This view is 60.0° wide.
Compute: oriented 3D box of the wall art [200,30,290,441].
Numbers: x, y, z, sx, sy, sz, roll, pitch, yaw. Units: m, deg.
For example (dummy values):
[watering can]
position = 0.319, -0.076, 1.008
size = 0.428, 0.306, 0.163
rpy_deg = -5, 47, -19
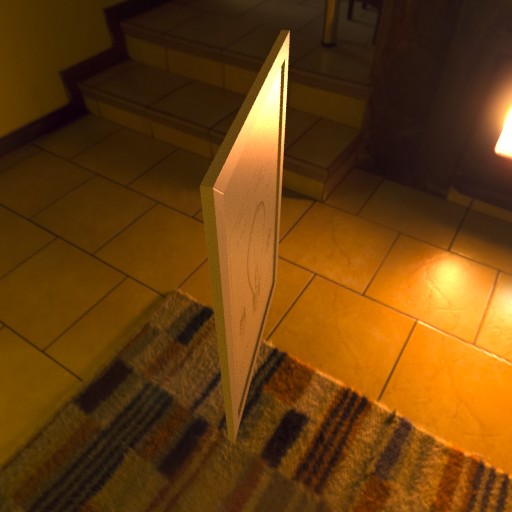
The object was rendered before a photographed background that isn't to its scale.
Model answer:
[wall art]
position = 0.000, 0.000, 0.607
size = 0.010, 0.474, 0.325
rpy_deg = 9, 47, 9
